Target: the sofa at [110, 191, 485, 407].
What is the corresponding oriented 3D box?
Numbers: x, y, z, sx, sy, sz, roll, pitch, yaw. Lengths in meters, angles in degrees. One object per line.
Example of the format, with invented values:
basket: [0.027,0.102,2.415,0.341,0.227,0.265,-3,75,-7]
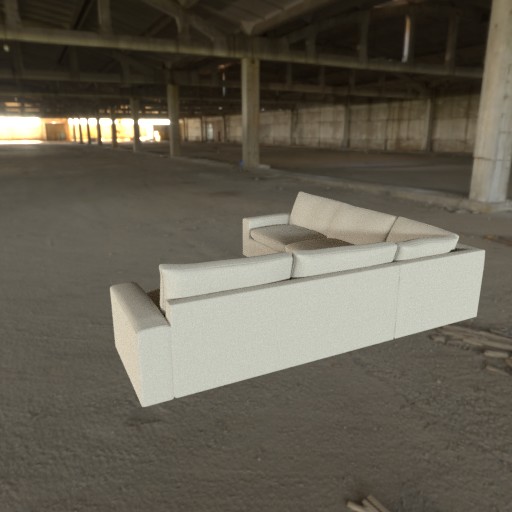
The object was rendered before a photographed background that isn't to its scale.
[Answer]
sofa: [0.000,0.000,4.749,3.206,0.918,3.066,-8,18,-26]
